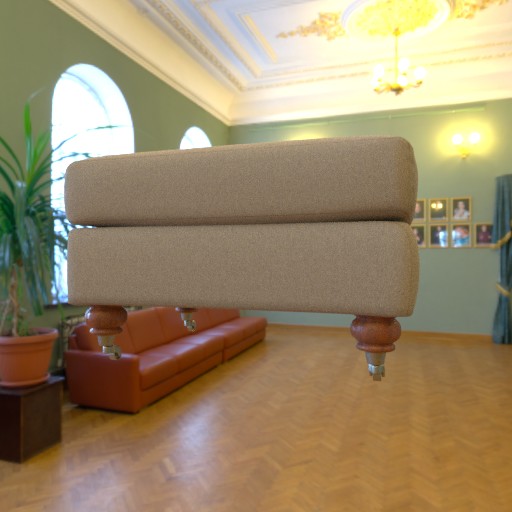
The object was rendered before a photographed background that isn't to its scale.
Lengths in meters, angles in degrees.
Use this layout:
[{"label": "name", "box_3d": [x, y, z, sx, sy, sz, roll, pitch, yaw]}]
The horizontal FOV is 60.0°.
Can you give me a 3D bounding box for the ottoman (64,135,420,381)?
[{"label": "ottoman", "box_3d": [0.000, 0.000, 1.146, 0.773, 0.497, 0.574, 0, 0, 17]}]
